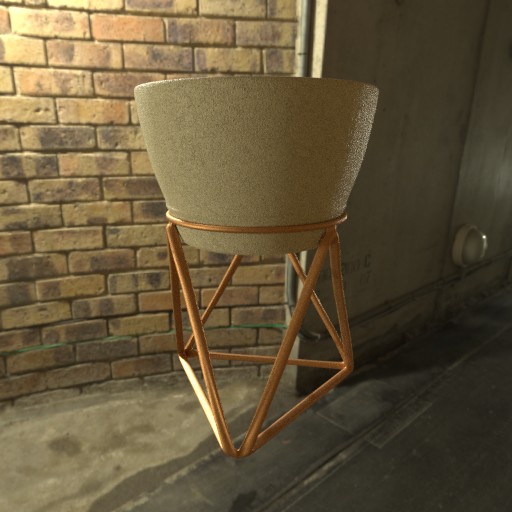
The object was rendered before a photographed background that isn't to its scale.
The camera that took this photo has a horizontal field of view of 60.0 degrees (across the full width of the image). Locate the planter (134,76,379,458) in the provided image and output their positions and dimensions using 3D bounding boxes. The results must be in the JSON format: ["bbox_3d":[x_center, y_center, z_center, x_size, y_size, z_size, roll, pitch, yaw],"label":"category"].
[{"bbox_3d":[0.000,0.000,0.720,0.350,0.504,0.350,2,15,9],"label":"planter"}]
